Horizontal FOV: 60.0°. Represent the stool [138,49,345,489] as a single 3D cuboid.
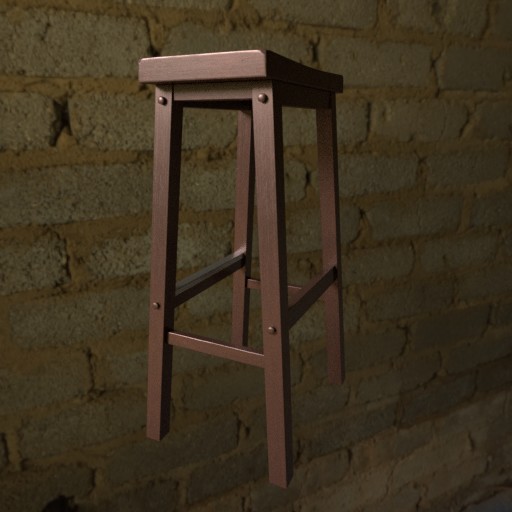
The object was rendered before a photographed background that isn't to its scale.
[{"bbox_3d":[0.000,0.000,0.945,0.322,0.742,0.406,8,18,25],"label":"stool"}]
